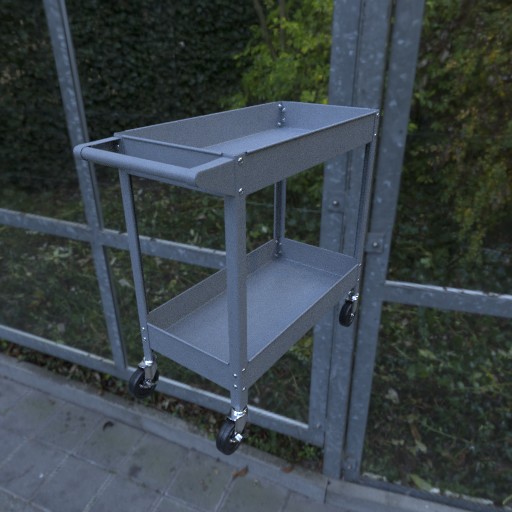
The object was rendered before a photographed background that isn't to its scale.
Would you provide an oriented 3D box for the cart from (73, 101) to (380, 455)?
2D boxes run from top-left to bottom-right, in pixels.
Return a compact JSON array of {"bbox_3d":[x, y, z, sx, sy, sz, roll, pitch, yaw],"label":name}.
[{"bbox_3d":[0.000,0.000,1.230,0.366,0.719,0.779,18,31,32],"label":"cart"}]
